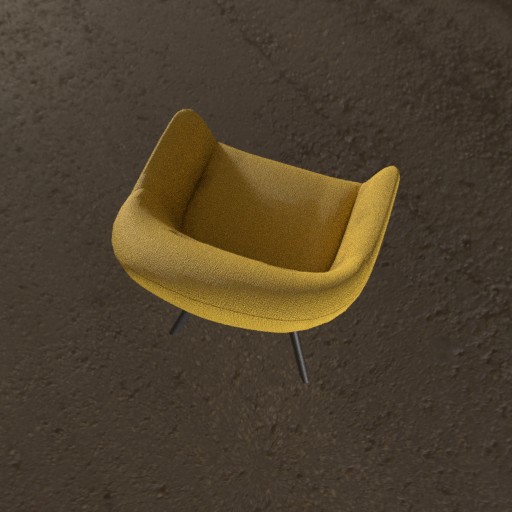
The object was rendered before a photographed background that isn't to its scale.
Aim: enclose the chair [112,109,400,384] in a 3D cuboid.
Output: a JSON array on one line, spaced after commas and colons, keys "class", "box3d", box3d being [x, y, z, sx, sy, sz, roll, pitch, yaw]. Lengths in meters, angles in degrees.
[{"class": "chair", "box3d": [0.000, 0.000, 1.146, 0.545, 0.775, 0.565, 18, 66, 8]}]
